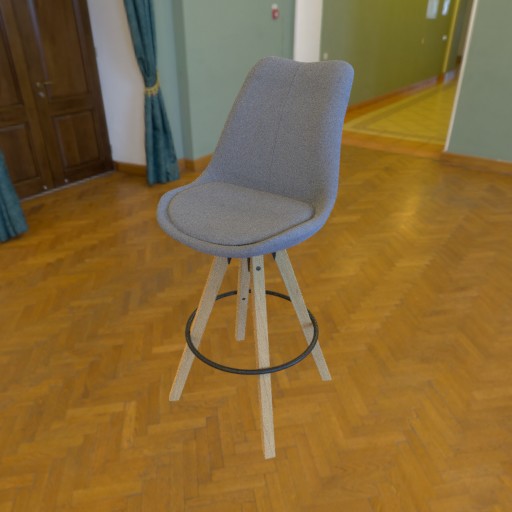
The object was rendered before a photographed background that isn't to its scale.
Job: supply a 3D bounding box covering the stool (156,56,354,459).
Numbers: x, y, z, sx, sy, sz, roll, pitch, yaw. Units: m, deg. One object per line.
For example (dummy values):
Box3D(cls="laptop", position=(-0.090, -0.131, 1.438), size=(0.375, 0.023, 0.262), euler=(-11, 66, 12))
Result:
Box3D(cls="stool", position=(0.000, 0.000, 1.408), size=(0.485, 1.115, 0.550), euler=(19, 34, 30))
